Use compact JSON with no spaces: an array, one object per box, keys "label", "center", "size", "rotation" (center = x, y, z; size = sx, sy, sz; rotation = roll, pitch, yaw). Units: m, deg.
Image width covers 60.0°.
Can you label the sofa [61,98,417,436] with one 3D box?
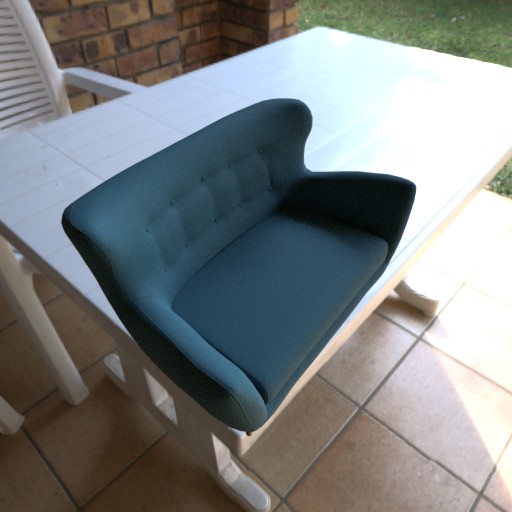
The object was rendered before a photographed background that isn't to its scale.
[{"label":"sofa","center":[0.000,0.000,1.949],"size":[0.889,0.889,1.397],"rotation":[27,48,27]}]
